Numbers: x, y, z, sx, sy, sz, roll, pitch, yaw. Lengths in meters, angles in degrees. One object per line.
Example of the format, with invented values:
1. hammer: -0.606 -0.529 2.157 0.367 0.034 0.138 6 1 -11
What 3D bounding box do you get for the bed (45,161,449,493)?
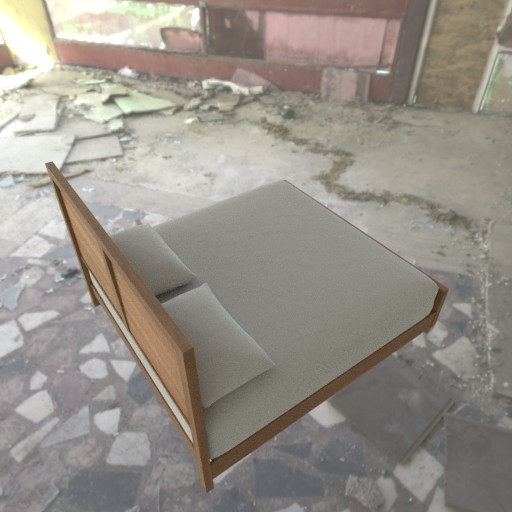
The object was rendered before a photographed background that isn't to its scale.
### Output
1. bed: 0.000 0.000 3.397 2.184 1.387 2.003 -25 46 -26
